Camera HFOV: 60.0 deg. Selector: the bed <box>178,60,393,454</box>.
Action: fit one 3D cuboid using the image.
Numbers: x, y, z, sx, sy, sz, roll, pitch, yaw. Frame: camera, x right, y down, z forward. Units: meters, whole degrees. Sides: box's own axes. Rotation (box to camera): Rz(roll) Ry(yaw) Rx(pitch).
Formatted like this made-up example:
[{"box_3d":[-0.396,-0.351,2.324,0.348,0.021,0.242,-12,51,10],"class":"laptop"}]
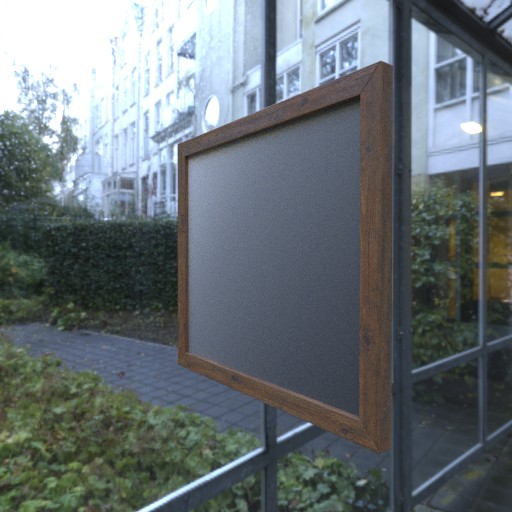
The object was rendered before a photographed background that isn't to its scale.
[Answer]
[{"box_3d":[0.000,0.000,1.489,0.046,0.942,1.046,-1,1,-37],"class":"bed"}]
